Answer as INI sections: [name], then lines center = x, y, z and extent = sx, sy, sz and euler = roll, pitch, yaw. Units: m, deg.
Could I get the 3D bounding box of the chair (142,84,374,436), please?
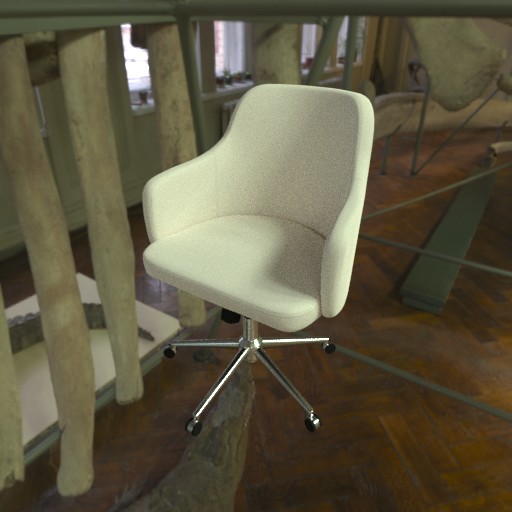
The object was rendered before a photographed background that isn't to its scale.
[chair]
center = 0.000, 0.000, 1.233
extent = 0.602, 0.819, 0.647
euler = 18, 34, 29
